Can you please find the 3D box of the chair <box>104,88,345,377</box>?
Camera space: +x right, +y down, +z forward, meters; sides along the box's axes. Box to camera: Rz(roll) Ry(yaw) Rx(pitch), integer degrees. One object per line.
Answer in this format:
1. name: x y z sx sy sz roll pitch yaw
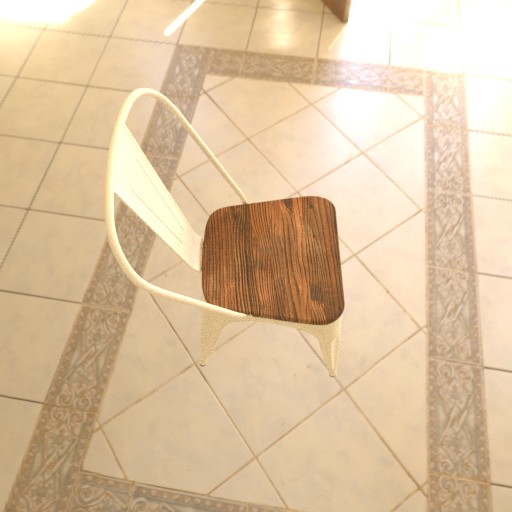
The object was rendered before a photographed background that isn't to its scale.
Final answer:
1. chair: 0.000 0.000 1.159 0.521 0.851 0.452 0 63 0
